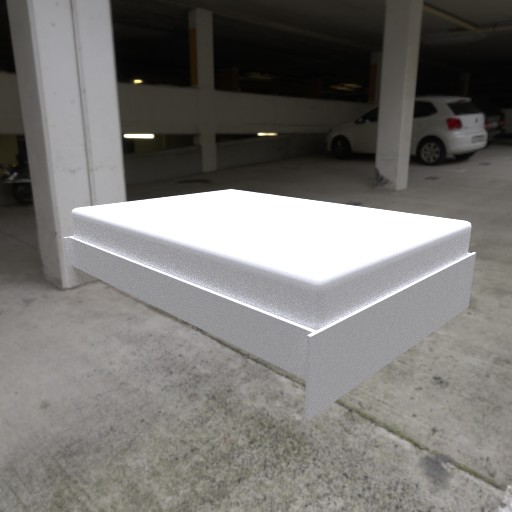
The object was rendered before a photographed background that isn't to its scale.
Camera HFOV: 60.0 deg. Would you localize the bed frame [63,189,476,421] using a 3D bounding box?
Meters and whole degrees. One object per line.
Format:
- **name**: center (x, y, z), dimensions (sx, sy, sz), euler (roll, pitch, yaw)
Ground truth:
- **bed frame**: center (0.000, 0.000, 2.603), dimensions (1.445, 0.497, 1.945), euler (-15, 22, -43)
